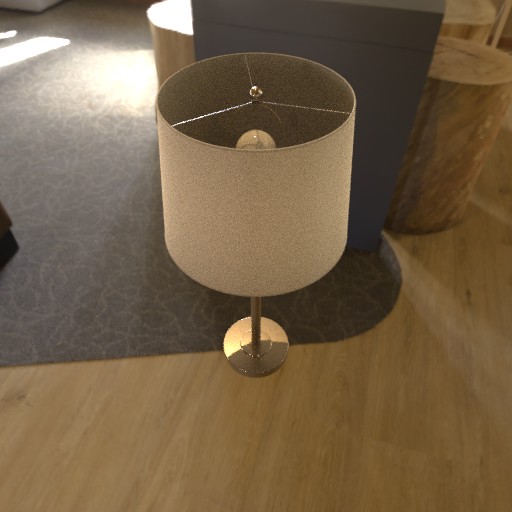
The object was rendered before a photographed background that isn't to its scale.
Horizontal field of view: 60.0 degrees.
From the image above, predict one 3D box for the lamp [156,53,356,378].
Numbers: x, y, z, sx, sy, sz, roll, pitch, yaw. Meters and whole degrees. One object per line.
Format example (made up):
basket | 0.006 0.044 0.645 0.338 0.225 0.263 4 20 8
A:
lamp | 0.000 0.000 0.878 0.333 0.696 0.333 0 47 0
